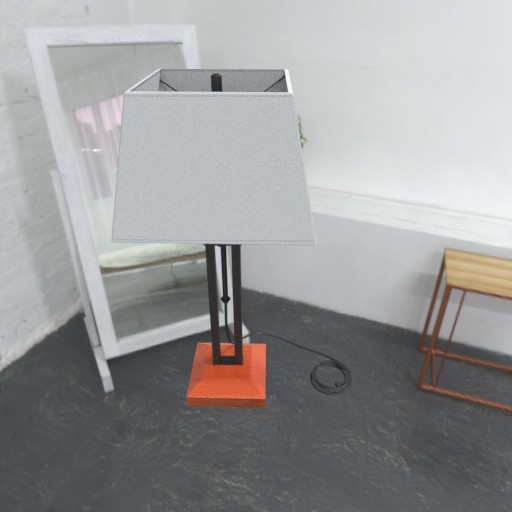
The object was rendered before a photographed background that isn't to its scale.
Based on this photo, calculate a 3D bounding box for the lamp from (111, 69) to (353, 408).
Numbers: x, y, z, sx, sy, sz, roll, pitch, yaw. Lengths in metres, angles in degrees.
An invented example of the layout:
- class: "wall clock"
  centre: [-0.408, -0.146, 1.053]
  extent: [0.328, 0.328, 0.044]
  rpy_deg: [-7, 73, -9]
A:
- class: "lamp"
  centre: [0.000, 0.000, 0.958]
  extent: [0.498, 0.737, 0.310]
  rpy_deg: [1, 31, 2]
